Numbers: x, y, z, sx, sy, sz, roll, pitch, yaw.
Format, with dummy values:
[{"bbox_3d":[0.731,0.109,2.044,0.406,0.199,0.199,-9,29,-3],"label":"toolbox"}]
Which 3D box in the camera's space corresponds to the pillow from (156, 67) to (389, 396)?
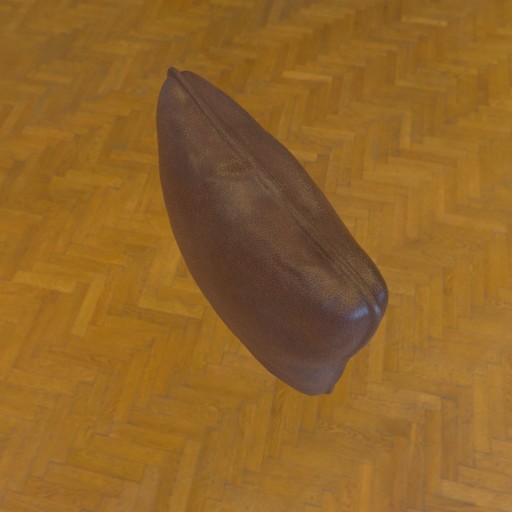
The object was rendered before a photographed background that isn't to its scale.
[{"bbox_3d":[0.000,0.000,0.838,0.236,0.523,0.532,-31,67,-15],"label":"pillow"}]
